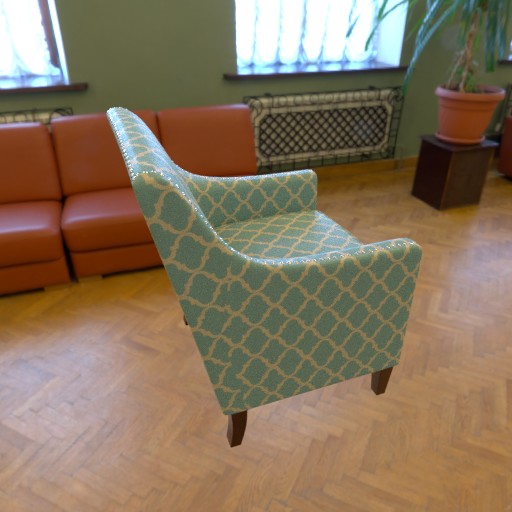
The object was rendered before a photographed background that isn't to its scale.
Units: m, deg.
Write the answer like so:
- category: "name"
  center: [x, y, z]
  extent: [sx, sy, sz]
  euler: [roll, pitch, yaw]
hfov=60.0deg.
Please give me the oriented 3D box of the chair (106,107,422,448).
- category: "chair"
  center: [0.000, 0.000, 1.312]
  extent: [0.686, 0.817, 0.617]
  euler: [-11, 32, -18]
